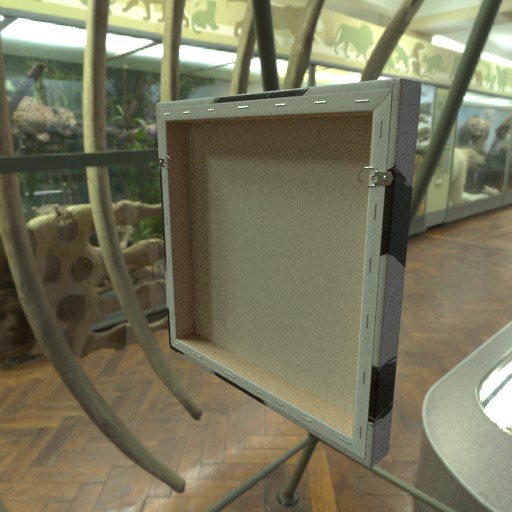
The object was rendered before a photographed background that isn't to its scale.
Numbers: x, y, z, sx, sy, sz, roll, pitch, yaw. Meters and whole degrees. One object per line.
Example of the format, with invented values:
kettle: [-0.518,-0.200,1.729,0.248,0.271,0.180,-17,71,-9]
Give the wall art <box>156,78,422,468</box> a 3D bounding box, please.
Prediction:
wall art: [0.000,0.000,0.738,0.050,0.508,0.507,-14,20,-42]
